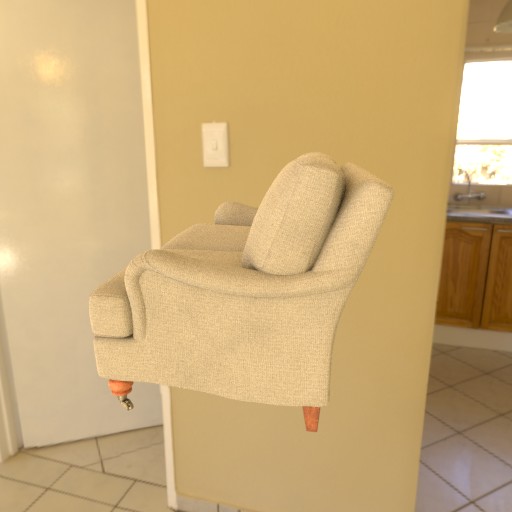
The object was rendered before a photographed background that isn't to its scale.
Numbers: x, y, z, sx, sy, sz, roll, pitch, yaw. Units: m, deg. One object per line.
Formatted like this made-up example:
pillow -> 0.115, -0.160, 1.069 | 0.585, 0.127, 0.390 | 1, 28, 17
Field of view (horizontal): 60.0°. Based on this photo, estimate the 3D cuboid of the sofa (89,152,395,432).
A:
sofa -> 0.000, 0.000, 2.225 | 1.087, 0.999, 1.480 | 2, 14, 8
